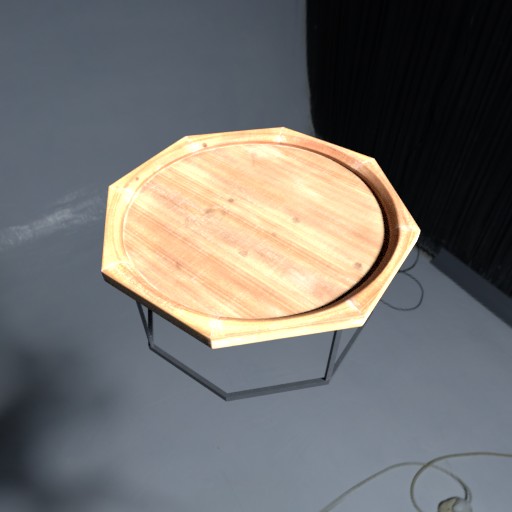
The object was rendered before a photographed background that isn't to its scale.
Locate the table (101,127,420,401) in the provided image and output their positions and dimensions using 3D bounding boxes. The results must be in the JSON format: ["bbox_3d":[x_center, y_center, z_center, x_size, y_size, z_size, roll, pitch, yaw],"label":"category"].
[{"bbox_3d":[0.000,0.000,1.551,1.002,0.444,1.002,0,46,0],"label":"table"}]
